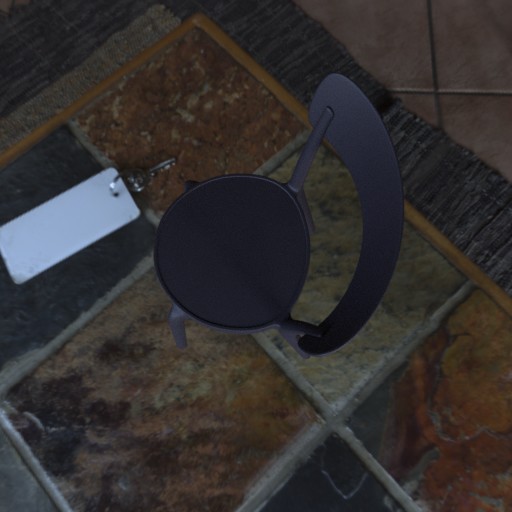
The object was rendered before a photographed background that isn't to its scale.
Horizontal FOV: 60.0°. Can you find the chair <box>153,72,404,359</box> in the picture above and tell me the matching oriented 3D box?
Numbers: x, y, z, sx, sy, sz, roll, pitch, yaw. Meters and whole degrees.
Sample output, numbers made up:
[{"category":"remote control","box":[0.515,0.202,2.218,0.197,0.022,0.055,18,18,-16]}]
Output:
[{"category":"chair","box":[0.000,0.000,1.112,0.491,0.790,0.506,4,75,1]}]
